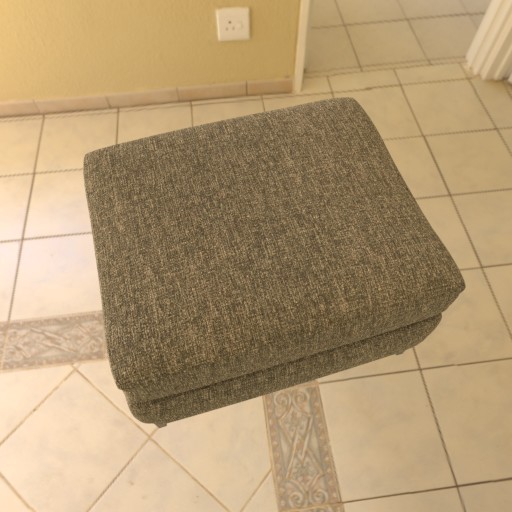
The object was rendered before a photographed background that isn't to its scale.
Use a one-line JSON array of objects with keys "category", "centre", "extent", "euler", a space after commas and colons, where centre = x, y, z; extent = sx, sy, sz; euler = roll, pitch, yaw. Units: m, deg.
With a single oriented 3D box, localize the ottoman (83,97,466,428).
[{"category": "ottoman", "centre": [0.000, 0.000, 1.197], "extent": [0.828, 0.480, 0.683], "euler": [-15, 61, -8]}]
